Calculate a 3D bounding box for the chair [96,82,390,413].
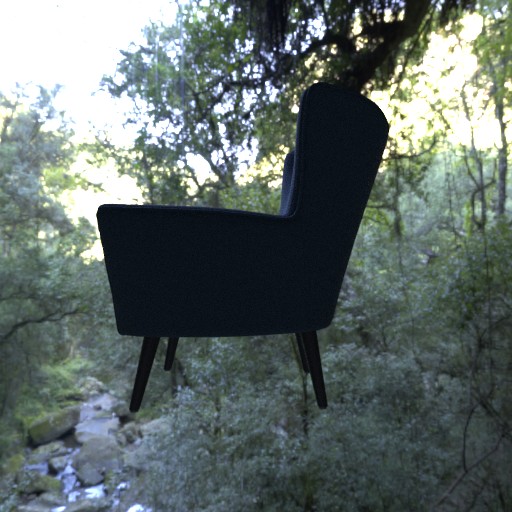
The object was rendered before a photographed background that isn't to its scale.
[{"bbox_3d":[0.000,0.000,1.571,0.888,0.933,0.781,0,0,0],"label":"chair"}]
